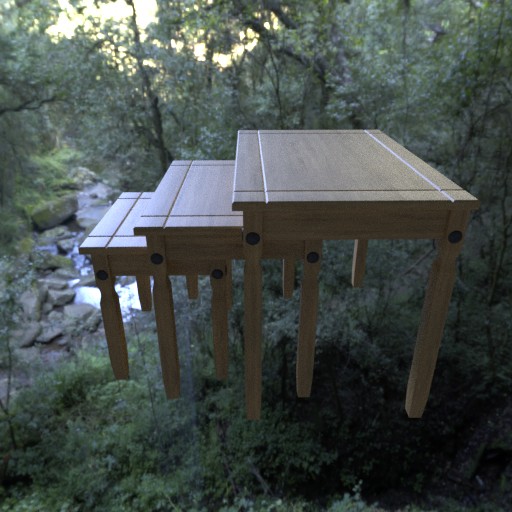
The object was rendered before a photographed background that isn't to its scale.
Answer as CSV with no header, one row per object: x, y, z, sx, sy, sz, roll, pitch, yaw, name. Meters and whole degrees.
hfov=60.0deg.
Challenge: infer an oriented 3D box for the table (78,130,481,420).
0.000,0.000,1.181,0.773,0.535,0.660,0,26,-1,table
